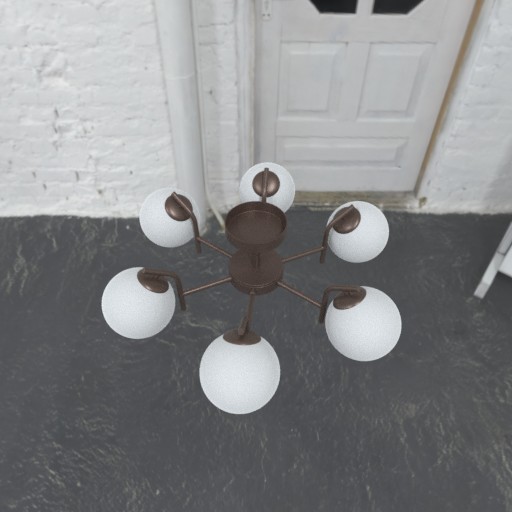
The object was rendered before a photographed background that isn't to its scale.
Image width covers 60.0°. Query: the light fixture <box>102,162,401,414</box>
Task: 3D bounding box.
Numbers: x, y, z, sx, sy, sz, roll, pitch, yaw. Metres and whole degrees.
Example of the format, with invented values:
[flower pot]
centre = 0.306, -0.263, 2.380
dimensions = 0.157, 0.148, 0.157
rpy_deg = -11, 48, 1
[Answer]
[light fixture]
centre = 0.000, 0.000, 0.952
dimensions = 0.662, 0.201, 0.662
rpy_deg = 0, 47, 0
